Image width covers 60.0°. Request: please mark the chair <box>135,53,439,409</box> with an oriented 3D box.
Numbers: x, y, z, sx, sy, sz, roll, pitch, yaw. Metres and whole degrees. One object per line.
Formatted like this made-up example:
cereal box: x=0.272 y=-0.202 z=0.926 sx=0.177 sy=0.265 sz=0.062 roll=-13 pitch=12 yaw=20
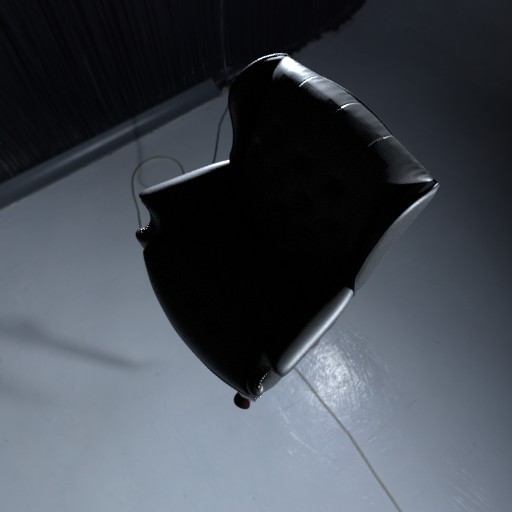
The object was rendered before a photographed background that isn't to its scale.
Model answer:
chair: x=0.000 y=0.000 z=1.632 sx=0.762 sy=1.111 sz=0.838 roll=-34 pitch=67 yaw=-17
